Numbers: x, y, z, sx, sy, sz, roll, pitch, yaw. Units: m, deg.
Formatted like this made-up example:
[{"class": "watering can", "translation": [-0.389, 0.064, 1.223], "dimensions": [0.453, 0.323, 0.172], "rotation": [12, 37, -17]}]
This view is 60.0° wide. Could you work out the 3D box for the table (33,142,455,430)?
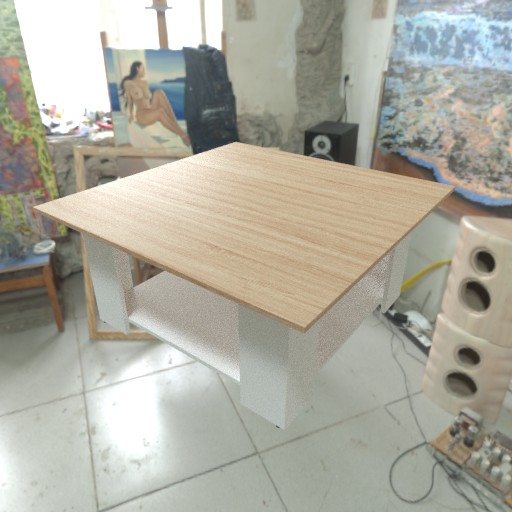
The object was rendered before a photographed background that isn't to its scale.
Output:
[{"class": "table", "translation": [0.000, 0.000, 1.060], "dimensions": [0.670, 0.305, 0.670], "rotation": [20, 35, 32]}]
